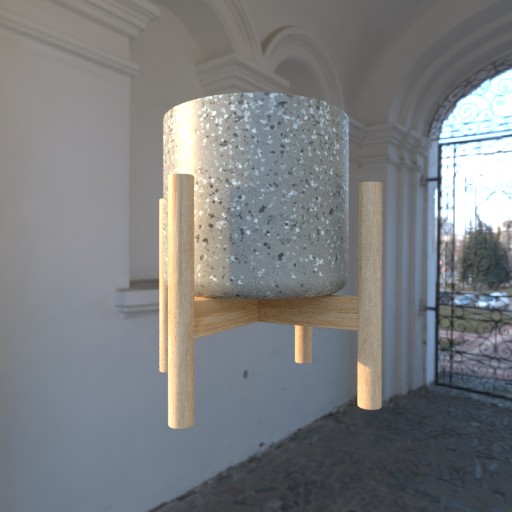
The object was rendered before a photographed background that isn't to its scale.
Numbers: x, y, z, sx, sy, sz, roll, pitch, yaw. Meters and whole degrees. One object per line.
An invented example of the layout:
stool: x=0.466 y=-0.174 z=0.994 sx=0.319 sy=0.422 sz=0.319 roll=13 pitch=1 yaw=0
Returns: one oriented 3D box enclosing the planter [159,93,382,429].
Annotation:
planter: x=0.000 y=0.000 z=0.544 sx=0.284 sy=0.320 sz=0.284 roll=0 pitch=1 yaw=-37
